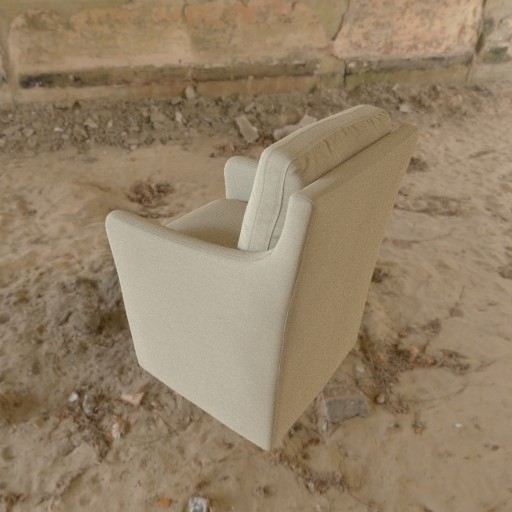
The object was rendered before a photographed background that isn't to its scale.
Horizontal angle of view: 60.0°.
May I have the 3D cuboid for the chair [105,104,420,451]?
[{"bbox_3d":[0.000,0.000,1.398,0.694,0.914,0.626,22,39,30],"label":"chair"}]
